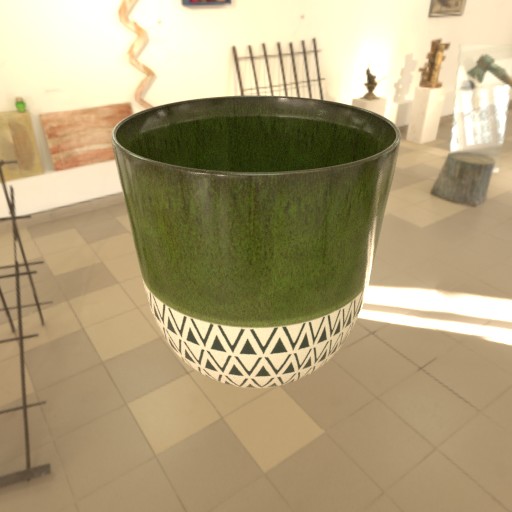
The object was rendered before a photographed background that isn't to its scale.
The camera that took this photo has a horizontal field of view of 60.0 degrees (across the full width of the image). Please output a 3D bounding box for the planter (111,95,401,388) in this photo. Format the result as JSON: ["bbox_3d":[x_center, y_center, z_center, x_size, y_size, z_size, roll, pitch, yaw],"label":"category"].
[{"bbox_3d":[0.000,0.000,0.457,0.245,0.270,0.245,0,31,0],"label":"planter"}]
